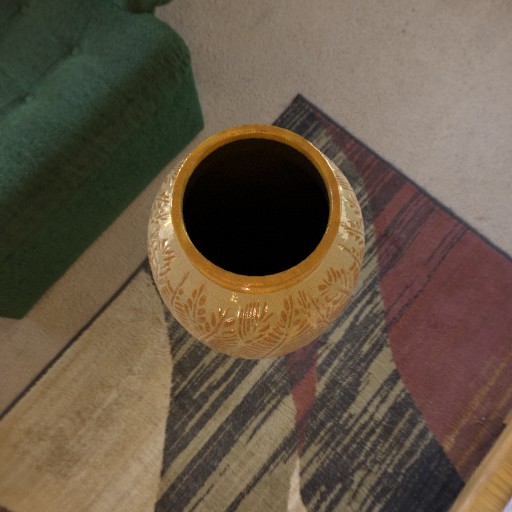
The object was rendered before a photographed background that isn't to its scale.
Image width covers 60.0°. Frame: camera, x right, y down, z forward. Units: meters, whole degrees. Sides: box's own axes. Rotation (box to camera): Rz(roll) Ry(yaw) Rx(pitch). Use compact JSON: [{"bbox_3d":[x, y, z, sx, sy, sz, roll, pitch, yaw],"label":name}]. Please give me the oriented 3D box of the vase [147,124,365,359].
[{"bbox_3d":[0.000,0.000,0.378,0.172,0.270,0.172,0,77,0],"label":"vase"}]
